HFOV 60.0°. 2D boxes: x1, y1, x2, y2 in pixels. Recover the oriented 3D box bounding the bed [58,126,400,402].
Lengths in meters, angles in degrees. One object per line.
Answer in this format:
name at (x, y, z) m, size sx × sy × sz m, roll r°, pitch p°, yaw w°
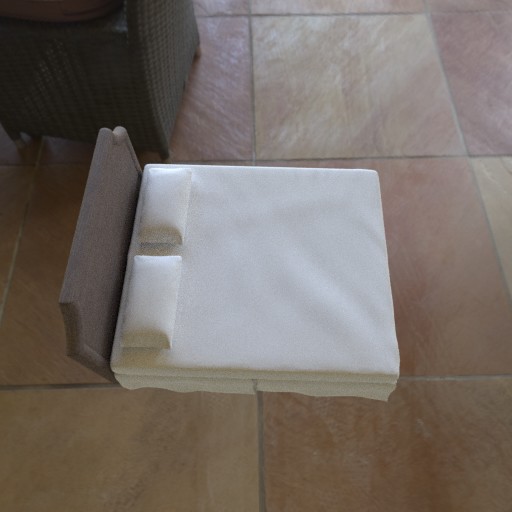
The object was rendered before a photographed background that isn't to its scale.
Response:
bed at (0.000, 0.000, 4.182) m, size 2.773 × 1.590 × 2.350 m, roll 2°, pitch 64°, yaw 1°
